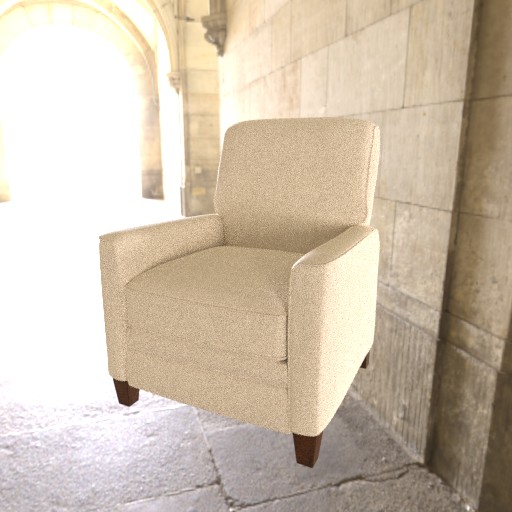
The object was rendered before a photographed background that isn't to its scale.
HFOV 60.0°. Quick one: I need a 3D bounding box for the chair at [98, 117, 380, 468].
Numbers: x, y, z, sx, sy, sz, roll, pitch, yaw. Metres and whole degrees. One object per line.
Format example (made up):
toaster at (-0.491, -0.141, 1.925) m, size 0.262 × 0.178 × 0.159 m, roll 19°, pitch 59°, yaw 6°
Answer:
chair at (0.000, 0.000, 1.660) m, size 0.841 × 1.028 × 0.858 m, roll 7°, pitch 15°, yaw 26°
